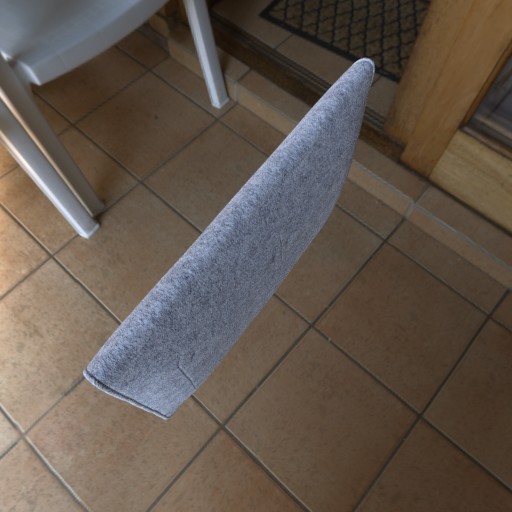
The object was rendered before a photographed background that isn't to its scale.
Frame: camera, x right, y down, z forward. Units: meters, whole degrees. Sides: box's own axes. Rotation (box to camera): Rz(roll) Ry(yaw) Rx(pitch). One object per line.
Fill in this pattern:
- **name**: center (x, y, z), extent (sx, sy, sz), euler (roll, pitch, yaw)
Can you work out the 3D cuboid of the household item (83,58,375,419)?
- **household item**: center (0.000, 0.000, 0.423), extent (0.057, 0.221, 0.335), euler (34, 70, 14)
